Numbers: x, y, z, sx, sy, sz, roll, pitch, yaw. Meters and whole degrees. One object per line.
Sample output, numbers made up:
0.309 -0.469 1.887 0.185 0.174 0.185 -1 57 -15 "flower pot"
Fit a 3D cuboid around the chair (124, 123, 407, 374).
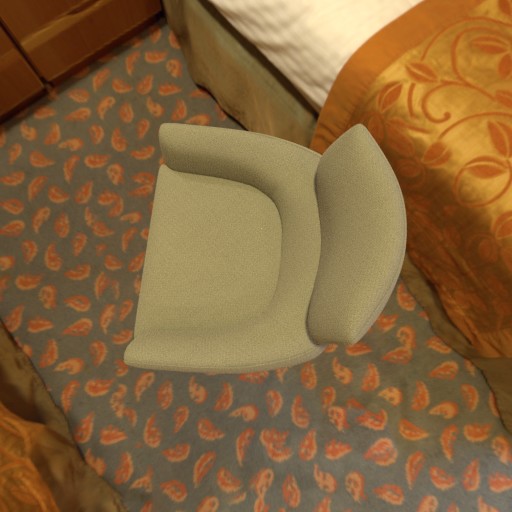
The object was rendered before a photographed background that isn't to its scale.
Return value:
0.000 0.000 1.436 0.730 0.810 0.760 5 76 1 "chair"
